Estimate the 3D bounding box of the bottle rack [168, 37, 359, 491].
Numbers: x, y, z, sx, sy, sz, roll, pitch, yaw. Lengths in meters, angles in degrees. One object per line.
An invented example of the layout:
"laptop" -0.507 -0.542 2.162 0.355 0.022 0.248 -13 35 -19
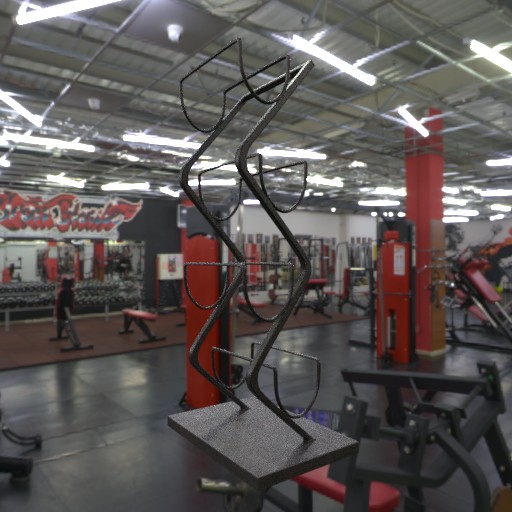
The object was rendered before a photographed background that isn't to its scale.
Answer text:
"bottle rack" 0.000 0.000 0.680 0.178 0.559 0.254 0 0 -36
